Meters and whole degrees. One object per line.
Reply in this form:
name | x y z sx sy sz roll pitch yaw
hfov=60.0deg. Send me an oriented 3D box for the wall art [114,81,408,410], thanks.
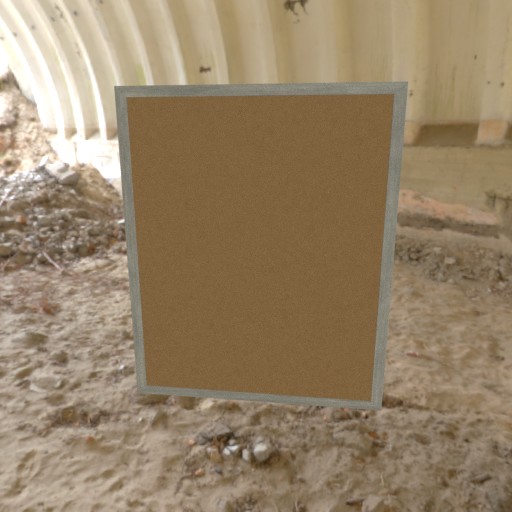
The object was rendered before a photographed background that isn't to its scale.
wall art | 0.000 0.000 0.802 0.479 0.582 0.022 2 15 7
